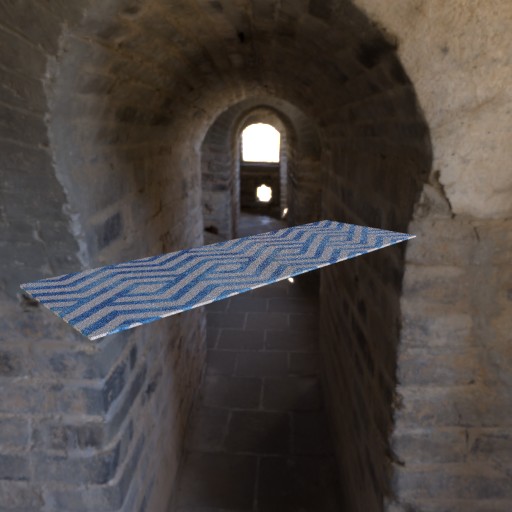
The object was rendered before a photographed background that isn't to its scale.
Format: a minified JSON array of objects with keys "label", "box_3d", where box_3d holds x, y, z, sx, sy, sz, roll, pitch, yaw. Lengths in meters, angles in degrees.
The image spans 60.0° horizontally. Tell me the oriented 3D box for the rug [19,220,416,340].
[{"label":"rug","box_3d":[0.000,0.000,1.653,1.492,0.007,0.503,-14,21,-42]}]
